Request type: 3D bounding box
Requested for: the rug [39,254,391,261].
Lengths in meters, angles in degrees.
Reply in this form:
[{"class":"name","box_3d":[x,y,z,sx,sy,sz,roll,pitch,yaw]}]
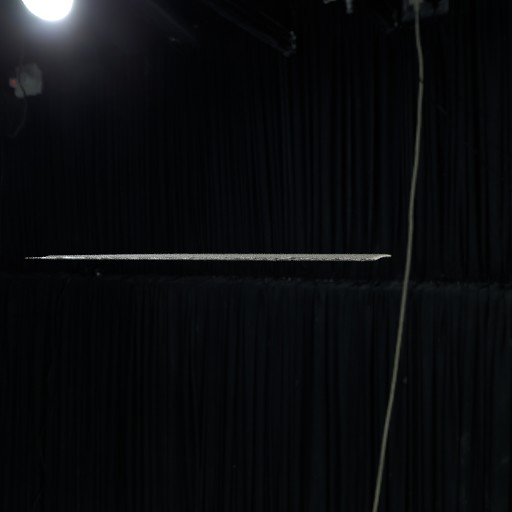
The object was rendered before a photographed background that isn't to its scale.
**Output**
[{"class":"rug","box_3d":[0.000,0.000,4.244,2.388,0.030,3.213,0,0,19]}]
